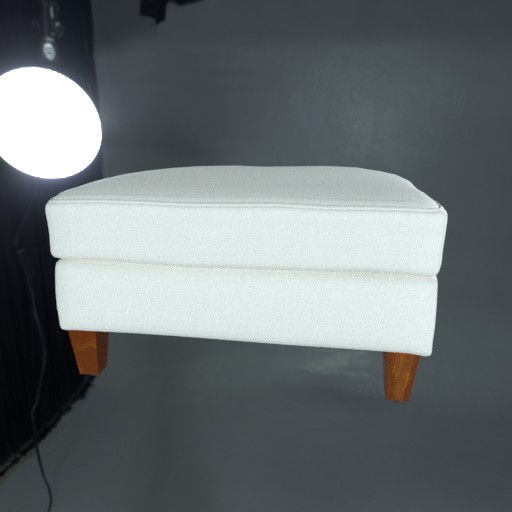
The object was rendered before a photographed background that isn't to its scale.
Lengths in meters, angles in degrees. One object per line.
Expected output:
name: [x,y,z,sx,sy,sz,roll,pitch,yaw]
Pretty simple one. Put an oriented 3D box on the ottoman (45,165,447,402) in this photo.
ottoman: [0.000,0.000,1.195,0.818,0.479,0.634,2,15,9]
